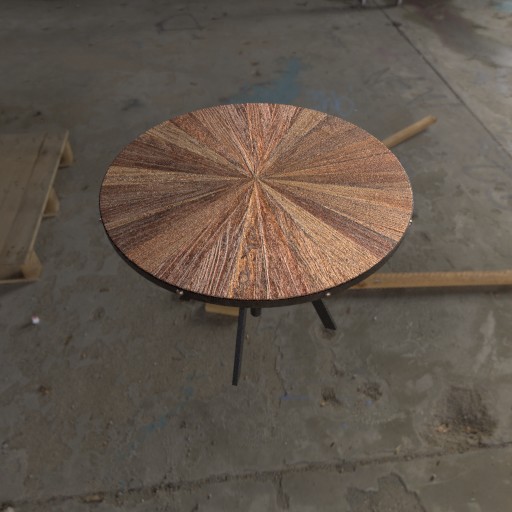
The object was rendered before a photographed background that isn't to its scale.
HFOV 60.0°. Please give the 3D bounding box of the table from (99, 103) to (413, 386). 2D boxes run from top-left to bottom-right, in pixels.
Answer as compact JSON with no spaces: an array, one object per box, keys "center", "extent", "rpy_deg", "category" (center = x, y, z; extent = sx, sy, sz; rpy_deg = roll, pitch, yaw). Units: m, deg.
[{"center":[0.000,0.000,1.521],"extent":[0.885,0.658,0.885],"rpy_deg":[0,47,0],"category":"table"}]
